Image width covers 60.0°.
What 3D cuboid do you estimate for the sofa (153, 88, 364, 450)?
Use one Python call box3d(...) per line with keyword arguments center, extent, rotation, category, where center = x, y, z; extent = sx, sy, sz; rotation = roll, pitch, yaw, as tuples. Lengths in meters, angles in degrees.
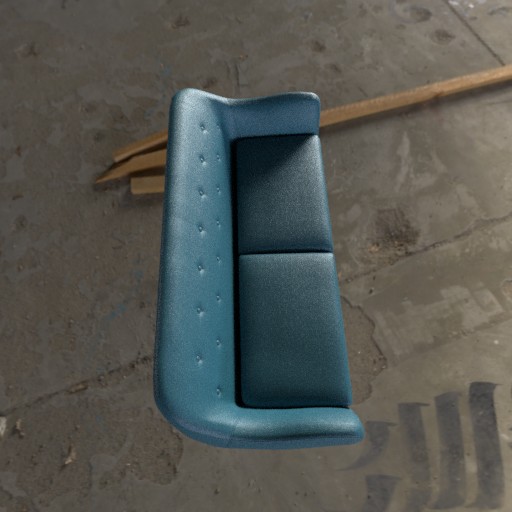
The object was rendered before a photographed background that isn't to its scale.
box3d(center=(0.000, 0.000, 2.279), extent=(0.820, 0.836, 1.840), rotation=(-2, 64, -1), category="sofa")
